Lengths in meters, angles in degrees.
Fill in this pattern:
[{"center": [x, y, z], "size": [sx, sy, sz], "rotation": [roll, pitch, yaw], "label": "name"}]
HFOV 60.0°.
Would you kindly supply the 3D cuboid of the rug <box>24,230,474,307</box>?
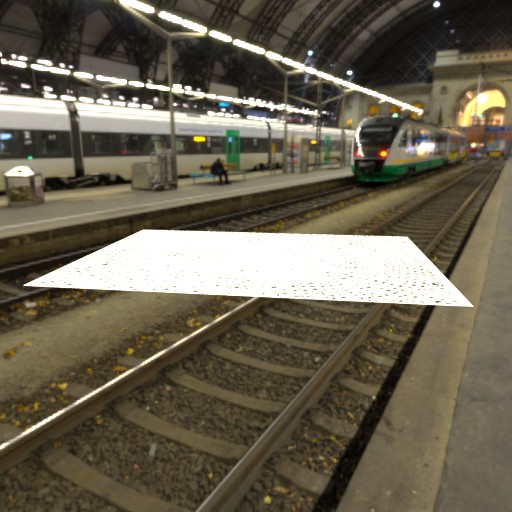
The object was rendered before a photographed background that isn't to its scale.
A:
[{"center": [0.000, 0.000, 2.160], "size": [1.634, 0.003, 1.190], "rotation": [2, 14, 8], "label": "rug"}]
